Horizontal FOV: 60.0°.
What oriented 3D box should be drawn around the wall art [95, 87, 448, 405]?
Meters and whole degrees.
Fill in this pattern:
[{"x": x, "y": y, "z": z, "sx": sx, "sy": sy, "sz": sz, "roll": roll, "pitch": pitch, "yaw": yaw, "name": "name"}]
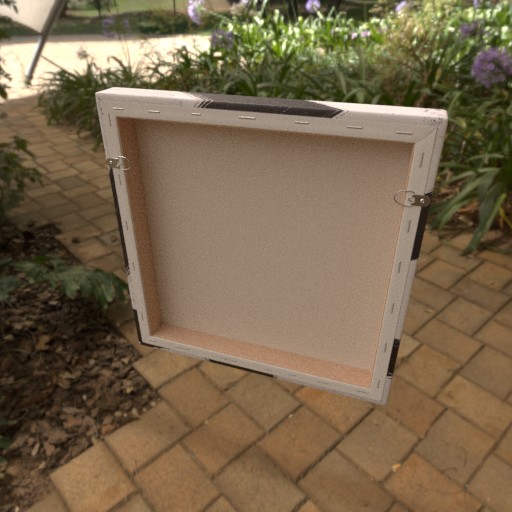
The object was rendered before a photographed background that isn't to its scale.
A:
[{"x": 0.000, "y": 0.000, "z": 0.751, "sx": 0.507, "sy": 0.508, "sz": 0.050, "roll": 10, "pitch": 32, "yaw": 16, "name": "wall art"}]
